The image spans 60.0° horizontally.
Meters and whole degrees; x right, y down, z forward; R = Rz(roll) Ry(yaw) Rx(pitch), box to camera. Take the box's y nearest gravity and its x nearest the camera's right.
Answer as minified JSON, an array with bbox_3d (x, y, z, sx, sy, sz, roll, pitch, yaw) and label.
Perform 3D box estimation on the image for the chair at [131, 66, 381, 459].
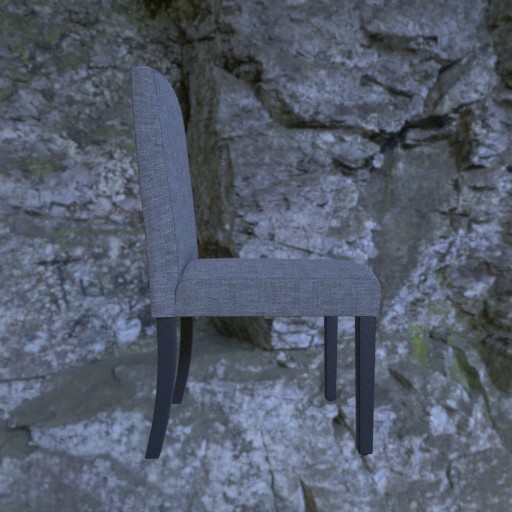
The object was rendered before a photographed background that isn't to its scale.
[{"bbox_3d":[0.000,0.000,1.213,0.580,0.917,0.451,0,0,-2],"label":"chair"}]
